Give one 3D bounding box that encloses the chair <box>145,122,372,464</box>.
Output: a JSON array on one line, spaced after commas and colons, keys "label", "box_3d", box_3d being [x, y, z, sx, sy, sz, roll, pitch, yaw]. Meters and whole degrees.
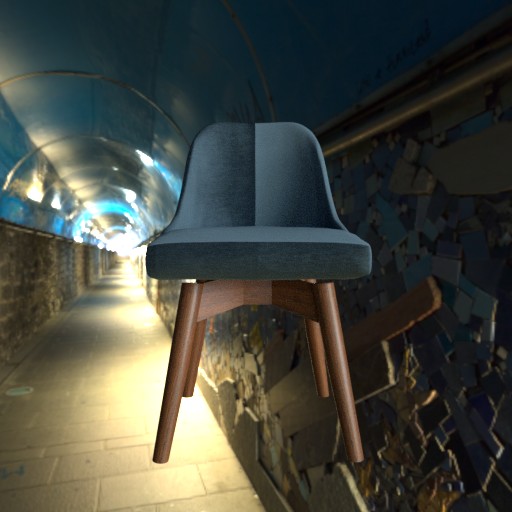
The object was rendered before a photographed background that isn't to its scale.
[{"label": "chair", "box_3d": [0.000, 0.000, 1.202, 0.503, 0.882, 0.589, 0, 1, -1]}]
